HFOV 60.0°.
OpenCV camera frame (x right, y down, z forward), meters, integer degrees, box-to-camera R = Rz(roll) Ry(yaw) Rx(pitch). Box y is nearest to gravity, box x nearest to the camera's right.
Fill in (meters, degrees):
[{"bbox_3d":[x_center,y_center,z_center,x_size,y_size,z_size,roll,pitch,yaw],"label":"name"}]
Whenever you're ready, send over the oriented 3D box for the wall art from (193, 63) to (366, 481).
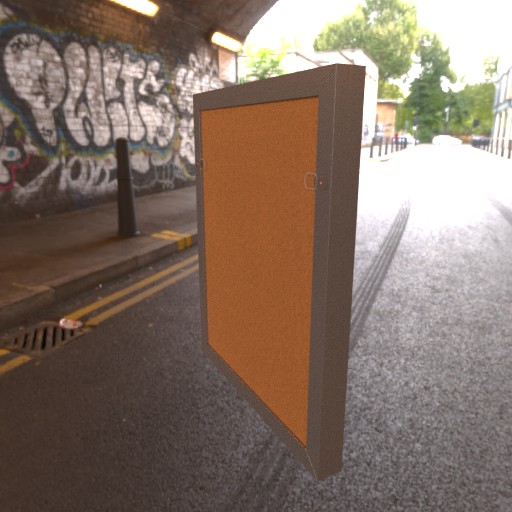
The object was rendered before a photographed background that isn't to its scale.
[{"bbox_3d":[0.000,0.000,0.520,0.030,0.379,0.308,-8,17,-27],"label":"wall art"}]
